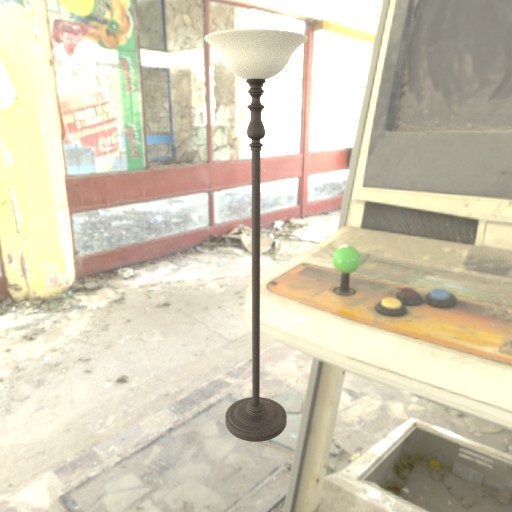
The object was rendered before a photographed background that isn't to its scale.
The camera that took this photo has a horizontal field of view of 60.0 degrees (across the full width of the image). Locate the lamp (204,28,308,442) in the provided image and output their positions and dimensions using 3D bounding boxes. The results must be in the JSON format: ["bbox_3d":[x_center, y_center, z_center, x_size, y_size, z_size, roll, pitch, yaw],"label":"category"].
[{"bbox_3d":[0.000,0.000,2.015,0.405,1.797,0.405,-9,19,-26],"label":"lamp"}]
